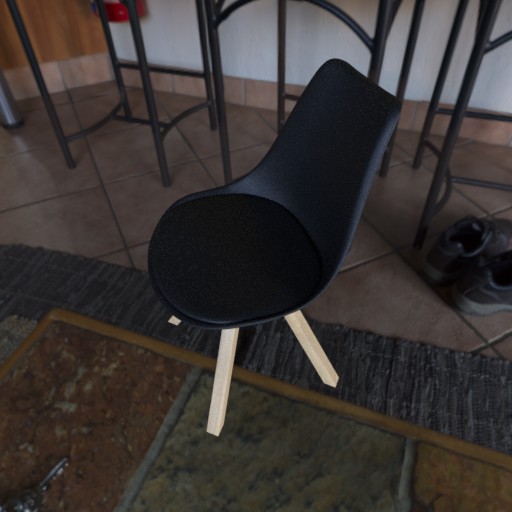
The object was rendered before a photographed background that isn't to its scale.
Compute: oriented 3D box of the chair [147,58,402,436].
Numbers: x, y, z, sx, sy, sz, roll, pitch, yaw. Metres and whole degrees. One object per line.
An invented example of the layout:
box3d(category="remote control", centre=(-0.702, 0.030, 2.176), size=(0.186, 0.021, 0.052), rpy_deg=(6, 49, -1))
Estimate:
box3d(category="chair", centre=(0.000, 0.000, 1.154), size=(0.549, 0.850, 0.485), rpy_deg=(-17, 48, -16))
